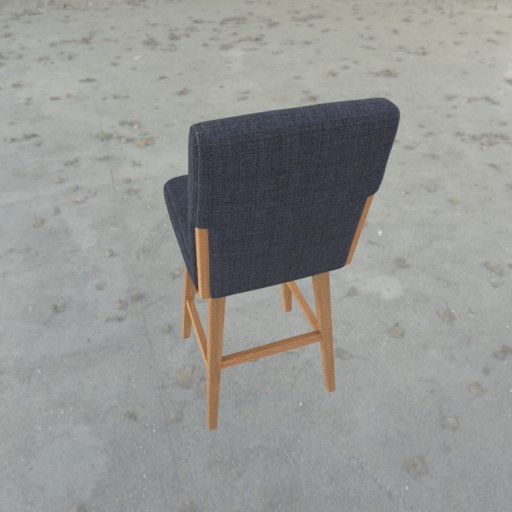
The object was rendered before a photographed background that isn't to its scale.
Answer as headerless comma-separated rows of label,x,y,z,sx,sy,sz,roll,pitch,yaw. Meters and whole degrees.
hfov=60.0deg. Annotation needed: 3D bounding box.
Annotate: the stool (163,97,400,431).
stool,0.000,0.000,1.361,0.483,1.112,0.570,-13,42,-14
